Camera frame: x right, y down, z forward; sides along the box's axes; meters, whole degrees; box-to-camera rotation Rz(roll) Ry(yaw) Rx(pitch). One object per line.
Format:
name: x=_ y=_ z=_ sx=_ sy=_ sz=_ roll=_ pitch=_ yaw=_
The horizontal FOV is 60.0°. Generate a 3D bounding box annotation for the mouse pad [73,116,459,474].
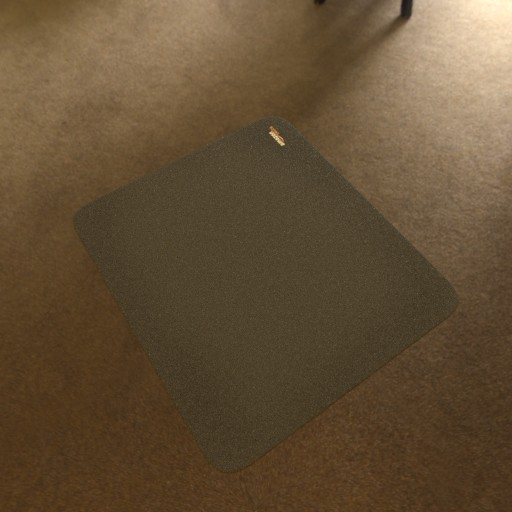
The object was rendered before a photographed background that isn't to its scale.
mouse pad: x=0.000 y=0.000 z=0.327 sx=0.203 sy=0.003 sz=0.229 roll=-31 pitch=64 yaw=-16
